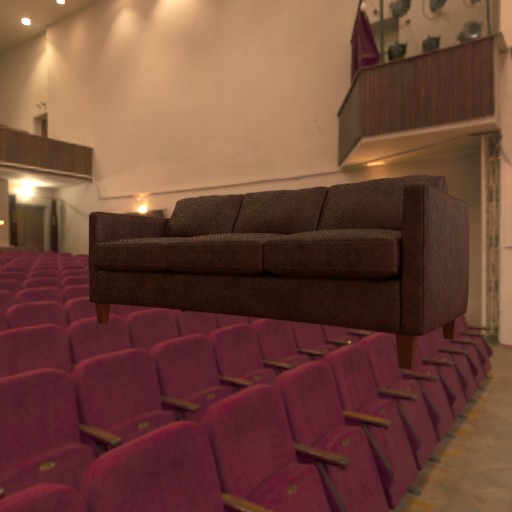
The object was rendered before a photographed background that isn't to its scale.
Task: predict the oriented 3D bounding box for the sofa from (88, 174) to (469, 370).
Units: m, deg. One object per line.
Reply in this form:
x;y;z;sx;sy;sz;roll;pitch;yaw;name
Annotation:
0.000;0.000;2.970;2.464;1.006;1.045;0;0;35;sofa
